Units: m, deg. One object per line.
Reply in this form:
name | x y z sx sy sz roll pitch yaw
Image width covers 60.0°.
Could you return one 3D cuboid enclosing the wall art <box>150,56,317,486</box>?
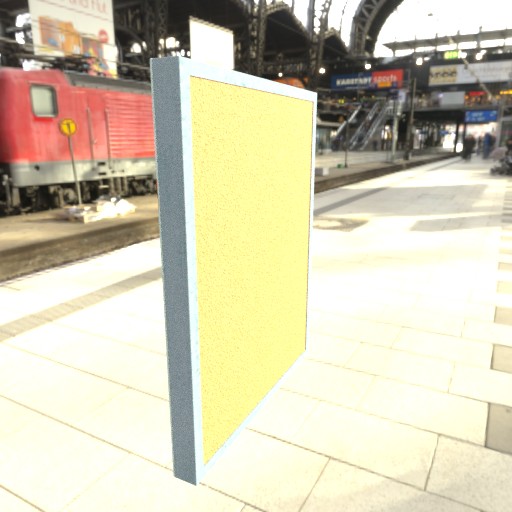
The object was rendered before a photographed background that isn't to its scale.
wall art | 0.000 0.000 0.686 0.037 0.509 0.409 7 16 26
